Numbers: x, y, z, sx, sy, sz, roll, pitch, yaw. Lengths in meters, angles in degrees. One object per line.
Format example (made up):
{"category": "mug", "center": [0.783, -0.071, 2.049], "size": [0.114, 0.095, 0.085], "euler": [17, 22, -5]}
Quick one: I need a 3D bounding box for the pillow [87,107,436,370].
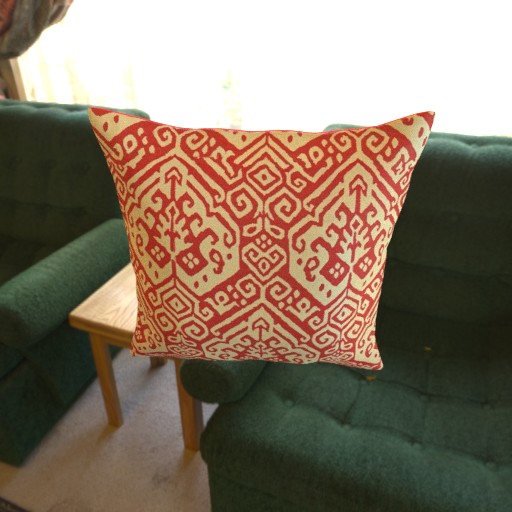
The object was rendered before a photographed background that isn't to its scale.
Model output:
{"category": "pillow", "center": [0.000, 0.000, 0.785], "size": [0.522, 0.507, 0.192], "euler": [2, 30, 3]}
